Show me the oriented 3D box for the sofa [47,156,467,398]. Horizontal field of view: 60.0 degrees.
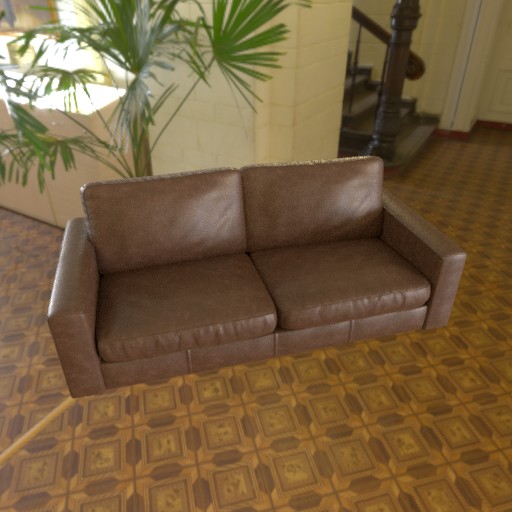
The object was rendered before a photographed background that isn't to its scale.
[{"bbox_3d":[0.000,0.000,2.642,2.179,0.873,1.016,-8,33,-13],"label":"sofa"}]
